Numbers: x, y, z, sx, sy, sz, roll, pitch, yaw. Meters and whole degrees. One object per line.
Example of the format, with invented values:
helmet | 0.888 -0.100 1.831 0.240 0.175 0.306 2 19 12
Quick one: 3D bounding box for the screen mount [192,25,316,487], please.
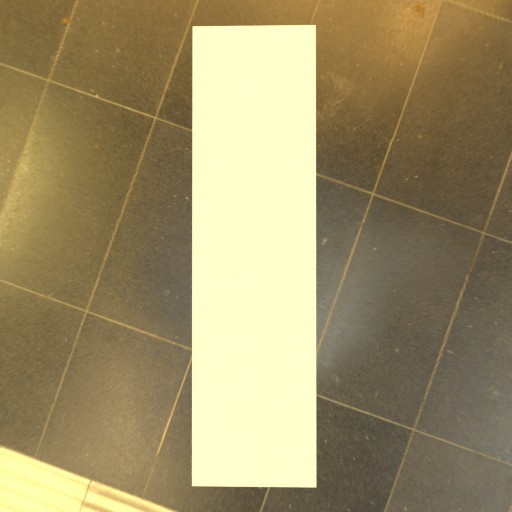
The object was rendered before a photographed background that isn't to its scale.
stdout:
screen mount | 0.000 0.000 1.742 0.400 0.619 1.490 0 89 1
